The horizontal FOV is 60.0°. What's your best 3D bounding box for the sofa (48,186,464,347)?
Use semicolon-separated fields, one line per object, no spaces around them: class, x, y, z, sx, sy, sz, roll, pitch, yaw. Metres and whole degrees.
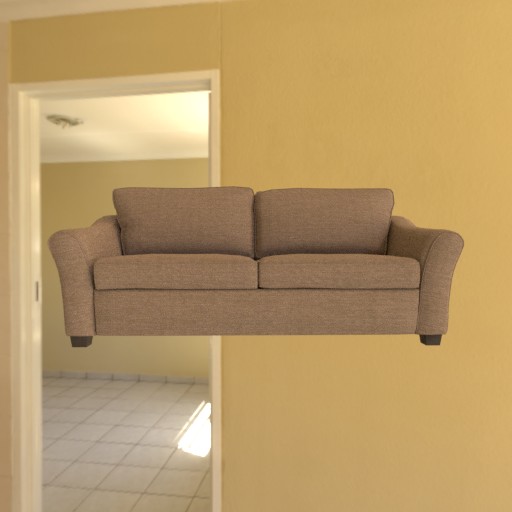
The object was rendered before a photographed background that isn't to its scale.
sofa;0.000;0.000;2.810;2.270;0.965;0.980;0;1;-1
